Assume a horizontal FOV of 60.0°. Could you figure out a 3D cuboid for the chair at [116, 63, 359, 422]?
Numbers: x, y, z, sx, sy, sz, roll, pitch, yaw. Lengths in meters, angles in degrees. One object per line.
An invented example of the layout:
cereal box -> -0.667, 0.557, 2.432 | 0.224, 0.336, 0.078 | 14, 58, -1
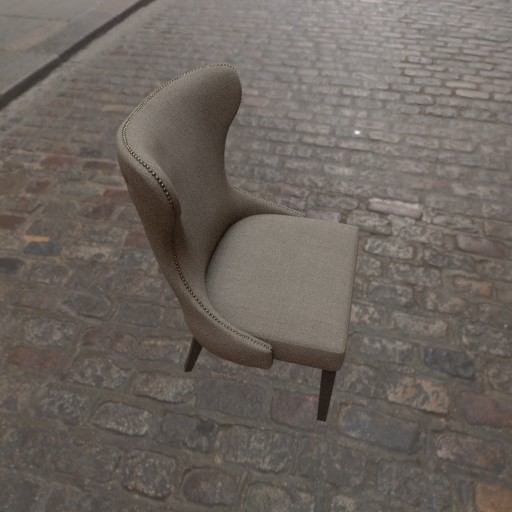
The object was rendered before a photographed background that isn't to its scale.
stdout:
chair -> 0.000, 0.000, 1.401 | 0.635, 0.967, 0.628 | 10, 46, 10
